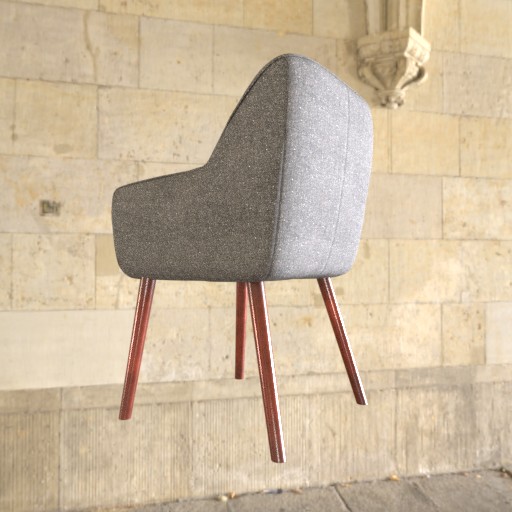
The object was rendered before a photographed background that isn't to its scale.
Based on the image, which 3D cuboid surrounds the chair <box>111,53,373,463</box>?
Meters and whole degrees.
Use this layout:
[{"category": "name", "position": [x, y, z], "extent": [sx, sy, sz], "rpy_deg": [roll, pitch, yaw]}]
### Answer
[{"category": "chair", "position": [0.000, 0.000, 1.160], "extent": [0.519, 0.803, 0.543], "rpy_deg": [-1, -1, 35]}]
